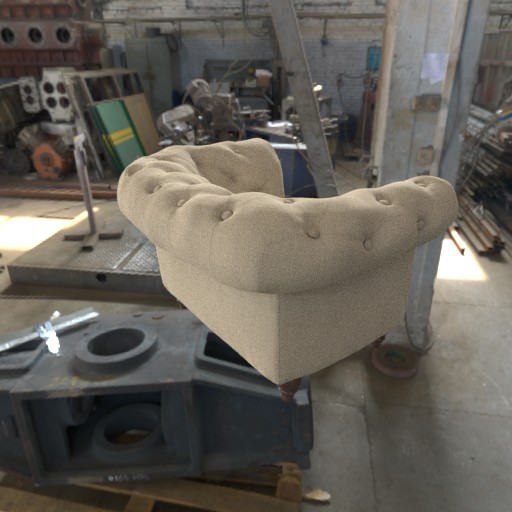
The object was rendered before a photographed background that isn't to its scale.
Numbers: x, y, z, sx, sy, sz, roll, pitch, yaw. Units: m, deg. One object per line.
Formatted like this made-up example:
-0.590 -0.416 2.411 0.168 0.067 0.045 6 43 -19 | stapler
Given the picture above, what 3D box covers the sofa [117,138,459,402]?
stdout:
0.000 0.000 2.089 1.034 0.878 1.405 -17 30 -33 | sofa
